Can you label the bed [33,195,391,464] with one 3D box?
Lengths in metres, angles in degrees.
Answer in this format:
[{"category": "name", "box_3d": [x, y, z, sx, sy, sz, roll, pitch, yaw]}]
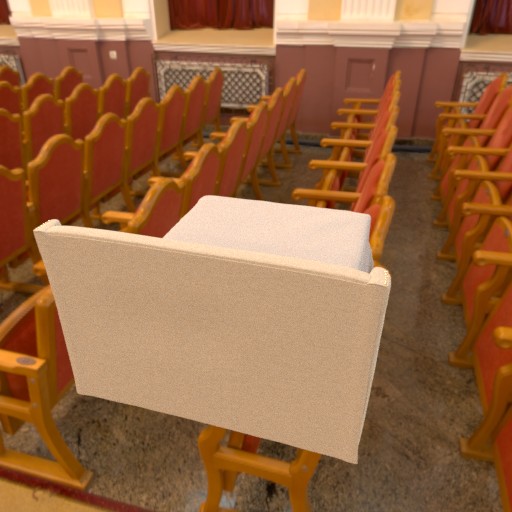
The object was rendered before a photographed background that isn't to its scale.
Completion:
[{"category": "bed", "box_3d": [0.000, 0.000, 3.449, 1.925, 1.332, 2.276, 9, 32, 14]}]
